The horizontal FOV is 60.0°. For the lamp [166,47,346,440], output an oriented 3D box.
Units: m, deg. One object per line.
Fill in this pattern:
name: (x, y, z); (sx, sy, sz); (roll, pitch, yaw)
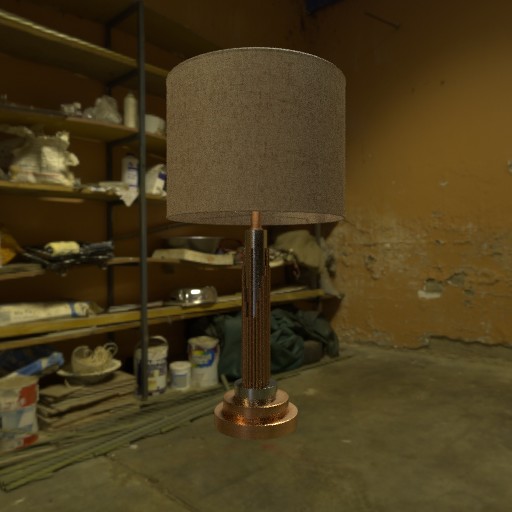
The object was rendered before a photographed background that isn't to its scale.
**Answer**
lamp: (0.000, 0.000, 0.809); (0.321, 0.610, 0.321); (0, 0, 0)
